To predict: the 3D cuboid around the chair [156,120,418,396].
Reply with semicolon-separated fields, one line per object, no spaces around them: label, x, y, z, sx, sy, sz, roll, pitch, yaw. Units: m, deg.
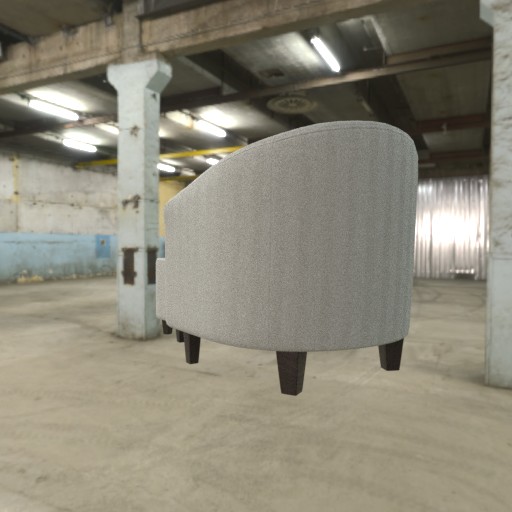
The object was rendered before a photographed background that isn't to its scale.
chair;0.000;0.000;1.757;0.756;0.757;1.288;-1;1;-35
